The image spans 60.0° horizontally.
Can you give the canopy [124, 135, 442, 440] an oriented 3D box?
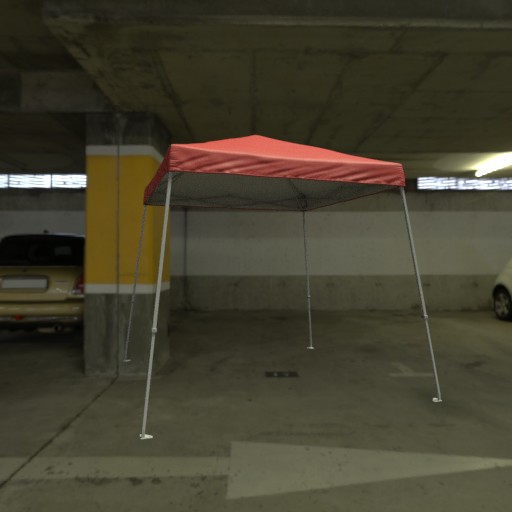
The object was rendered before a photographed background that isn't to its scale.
[{"bbox_3d":[0.000,0.000,5.209,2.849,2.849,2.848,0,-1,-19],"label":"canopy"}]
